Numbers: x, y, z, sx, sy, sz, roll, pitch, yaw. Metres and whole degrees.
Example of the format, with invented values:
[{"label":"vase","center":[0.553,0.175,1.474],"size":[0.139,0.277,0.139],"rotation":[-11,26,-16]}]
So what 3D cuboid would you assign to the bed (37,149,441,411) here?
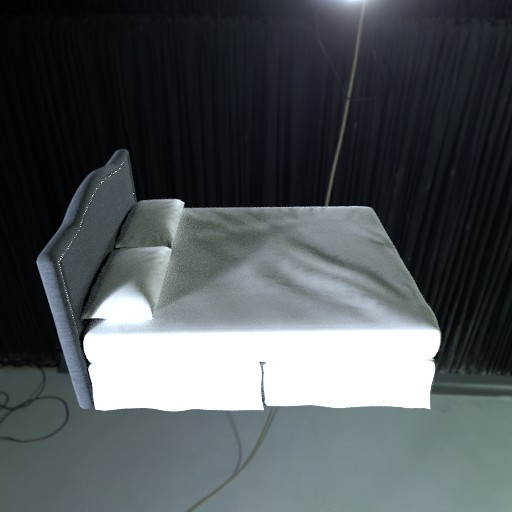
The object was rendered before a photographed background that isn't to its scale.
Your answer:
[{"label":"bed","center":[0.000,0.000,3.860],"size":[2.689,1.457,2.161],"rotation":[-1,32,-1]}]
